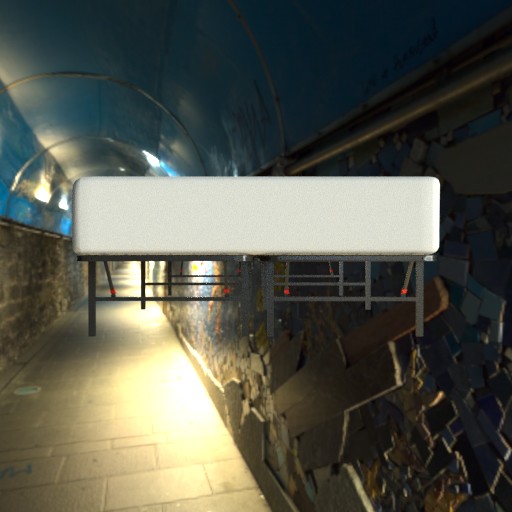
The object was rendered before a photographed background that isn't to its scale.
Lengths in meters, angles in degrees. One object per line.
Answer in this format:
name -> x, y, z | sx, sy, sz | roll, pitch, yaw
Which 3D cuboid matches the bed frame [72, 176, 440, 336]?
bed frame -> 0.000, 0.000, 2.802 | 1.528, 0.677, 2.037 | 0, 1, 0
